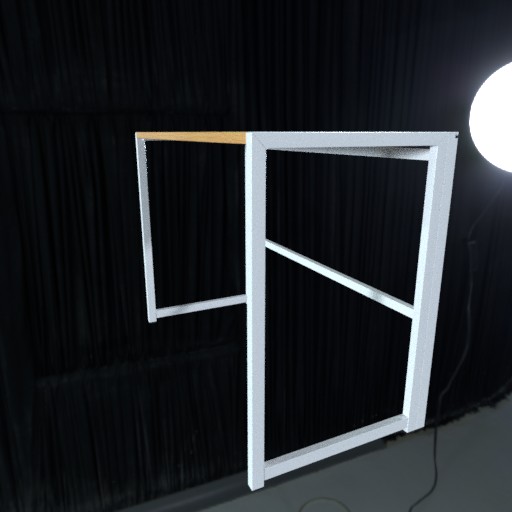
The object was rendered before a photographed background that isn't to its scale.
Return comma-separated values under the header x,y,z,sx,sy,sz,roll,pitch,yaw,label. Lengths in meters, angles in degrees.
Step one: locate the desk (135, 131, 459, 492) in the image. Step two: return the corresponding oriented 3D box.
x,y,z,sx,sy,sz,roll,pitch,yaw,label
0.000,0.000,1.414,0.508,0.762,1.016,-7,17,-25,desk
